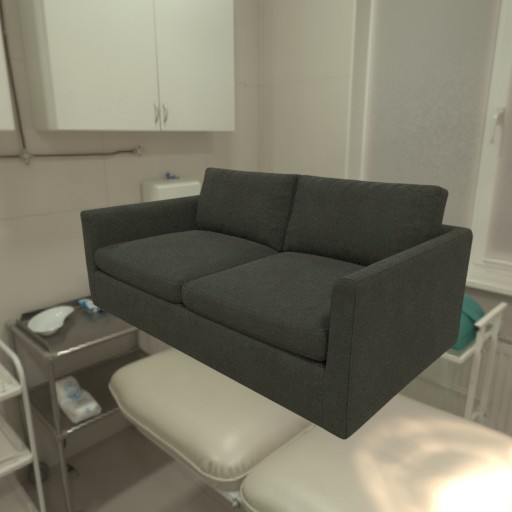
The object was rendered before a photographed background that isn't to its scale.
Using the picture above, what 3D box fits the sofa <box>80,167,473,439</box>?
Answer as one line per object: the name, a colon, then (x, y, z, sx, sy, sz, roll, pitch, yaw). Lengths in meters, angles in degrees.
sofa: (0.000, 0.000, 2.459, 1.909, 0.845, 1.091, 14, 21, 42)
